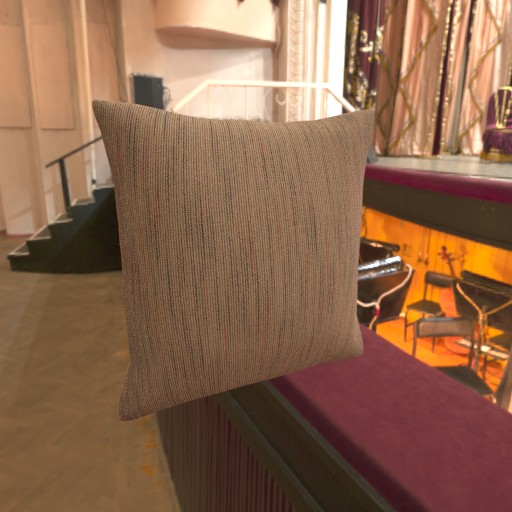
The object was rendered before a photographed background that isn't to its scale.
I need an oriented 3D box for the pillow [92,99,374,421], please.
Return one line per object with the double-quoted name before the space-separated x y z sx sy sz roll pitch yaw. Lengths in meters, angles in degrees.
"pillow" 0.000 0.000 0.783 0.512 0.506 0.178 -8 17 -26
